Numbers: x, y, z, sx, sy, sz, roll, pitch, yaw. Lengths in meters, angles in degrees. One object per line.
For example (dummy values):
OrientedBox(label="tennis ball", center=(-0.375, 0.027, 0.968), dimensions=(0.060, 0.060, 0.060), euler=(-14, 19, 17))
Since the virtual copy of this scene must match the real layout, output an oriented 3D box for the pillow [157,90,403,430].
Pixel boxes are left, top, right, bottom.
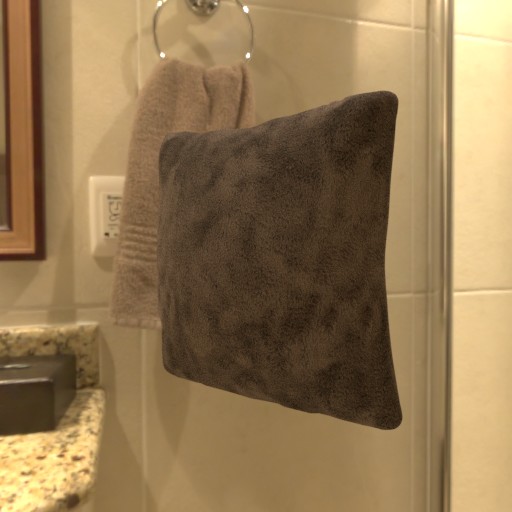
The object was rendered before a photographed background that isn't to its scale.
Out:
OrientedBox(label="pillow", center=(0.000, 0.000, 0.801), dimensions=(0.522, 0.520, 0.204), euler=(1, 1, 37))
